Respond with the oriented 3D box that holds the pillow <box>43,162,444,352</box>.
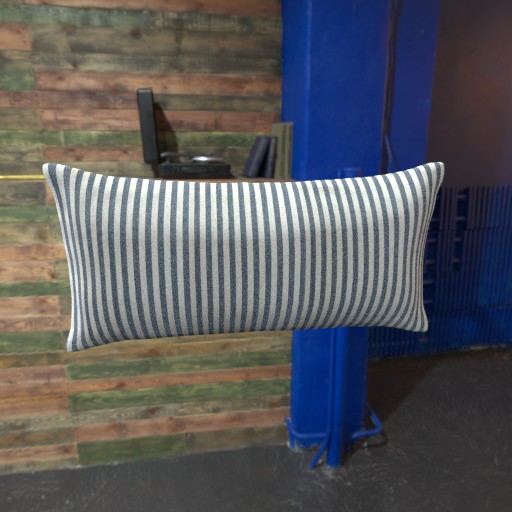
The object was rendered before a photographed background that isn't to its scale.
[{"bbox_3d":[0.000,0.000,0.713,0.617,0.295,0.151,-2,14,-8],"label":"pillow"}]
